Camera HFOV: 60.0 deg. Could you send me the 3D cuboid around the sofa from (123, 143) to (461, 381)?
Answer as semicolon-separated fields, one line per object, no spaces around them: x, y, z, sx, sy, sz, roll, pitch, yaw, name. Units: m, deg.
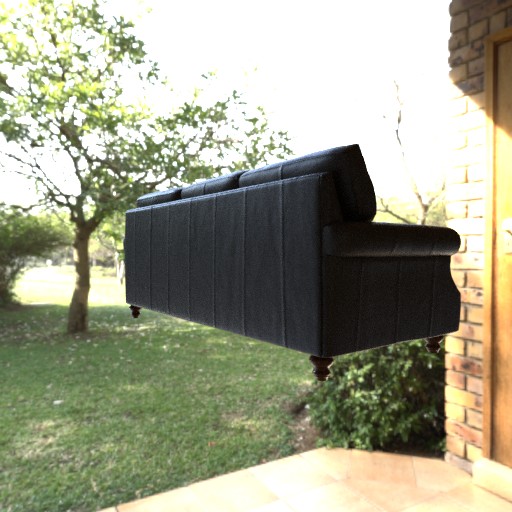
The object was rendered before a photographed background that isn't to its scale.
0.000;0.000;2.854;0.974;0.977;2.387;-1;1;-36;sofa
